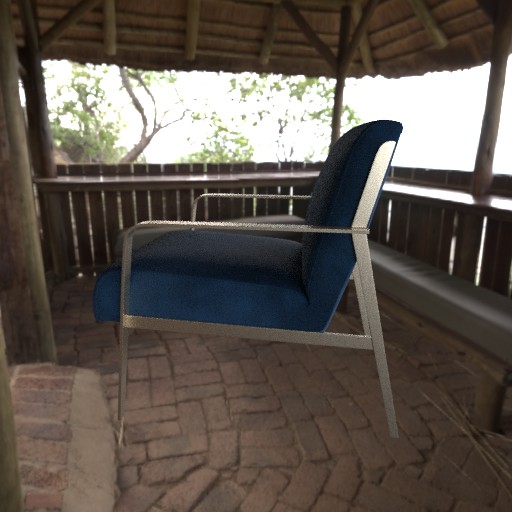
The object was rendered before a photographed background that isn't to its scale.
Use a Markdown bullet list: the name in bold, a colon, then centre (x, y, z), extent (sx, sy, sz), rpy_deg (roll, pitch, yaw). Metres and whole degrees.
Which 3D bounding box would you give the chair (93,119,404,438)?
- **chair**: centre (0.000, 0.000, 1.453), extent (0.859, 0.831, 0.692), rpy_deg (2, 14, 7)
